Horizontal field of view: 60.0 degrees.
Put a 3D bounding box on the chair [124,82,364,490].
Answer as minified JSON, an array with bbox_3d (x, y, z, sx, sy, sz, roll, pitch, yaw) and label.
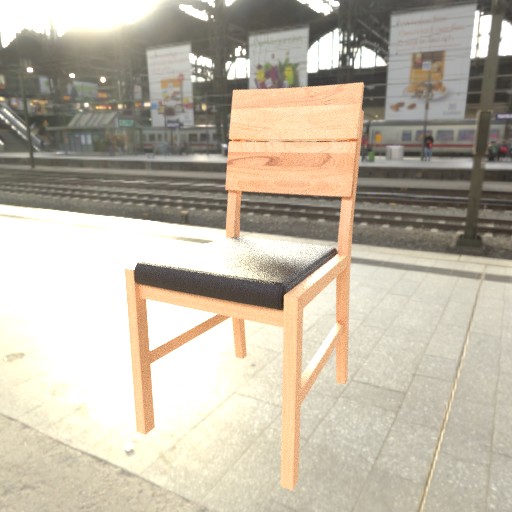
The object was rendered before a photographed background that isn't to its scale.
[{"bbox_3d":[0.000,0.000,1.251,0.475,0.950,0.560,7,16,26],"label":"chair"}]
